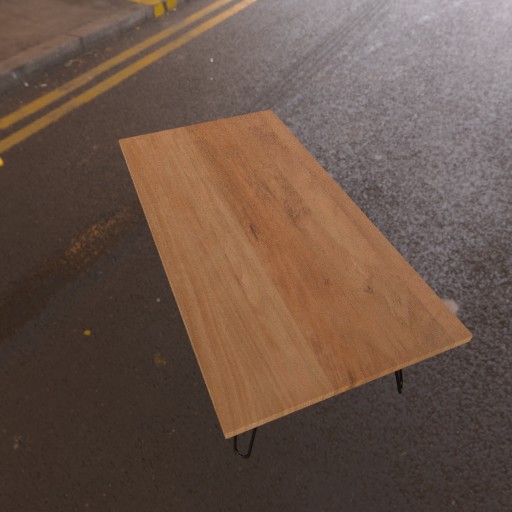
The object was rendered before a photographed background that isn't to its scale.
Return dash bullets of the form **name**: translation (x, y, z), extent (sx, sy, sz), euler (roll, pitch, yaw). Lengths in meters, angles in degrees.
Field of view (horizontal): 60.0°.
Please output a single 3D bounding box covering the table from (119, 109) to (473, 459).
- **table**: translation (0.000, 0.000, 1.665), extent (0.699, 0.400, 1.348), euler (-16, 48, -15)
